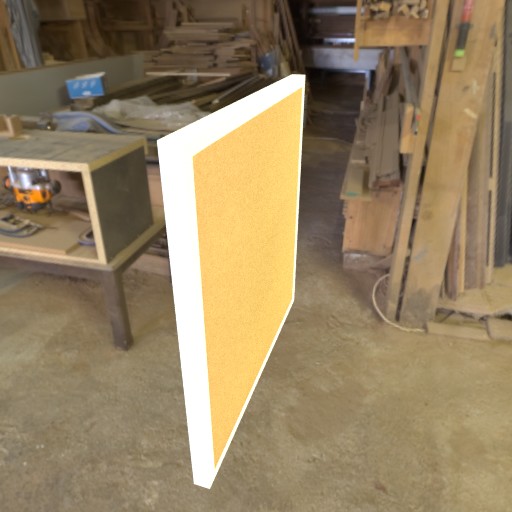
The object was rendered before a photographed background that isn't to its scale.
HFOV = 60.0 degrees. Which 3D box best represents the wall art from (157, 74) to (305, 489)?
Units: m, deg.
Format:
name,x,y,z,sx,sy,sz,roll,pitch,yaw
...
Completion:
name,x,y,z,sx,sy,sz,roll,pitch,yaw
wall art,0.000,0.000,1.111,0.038,0.761,0.763,9,30,16
